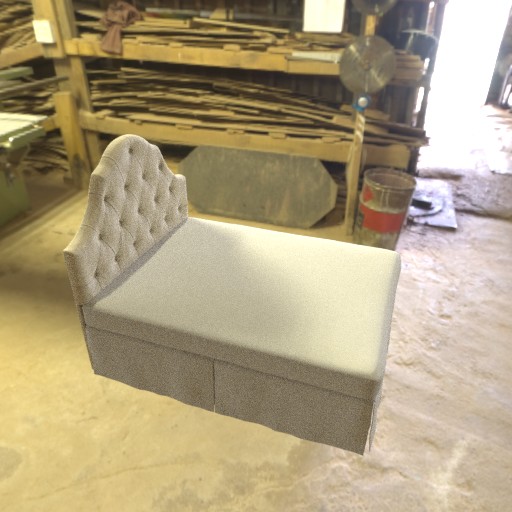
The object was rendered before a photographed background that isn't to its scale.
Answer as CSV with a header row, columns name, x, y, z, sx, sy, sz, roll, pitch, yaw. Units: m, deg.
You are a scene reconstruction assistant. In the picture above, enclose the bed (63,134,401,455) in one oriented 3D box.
name,x,y,z,sx,sy,sz,roll,pitch,yaw
bed,0.000,0.000,3.266,2.092,1.575,1.627,10,32,17
